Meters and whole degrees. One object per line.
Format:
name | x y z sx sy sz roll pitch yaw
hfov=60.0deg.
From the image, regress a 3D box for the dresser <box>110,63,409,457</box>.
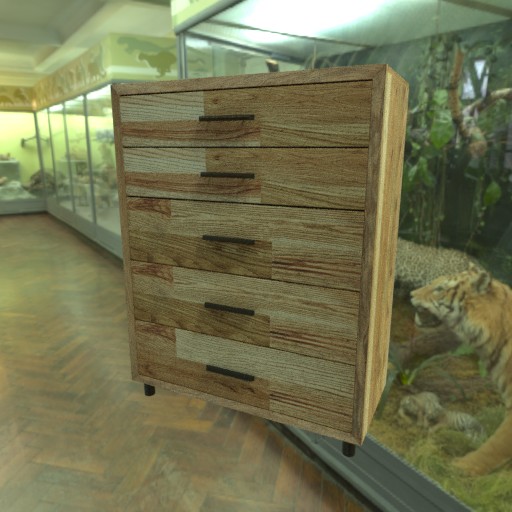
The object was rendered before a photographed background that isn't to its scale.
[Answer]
dresser | 0.000 0.000 1.701 0.966 1.243 0.480 7 15 25
